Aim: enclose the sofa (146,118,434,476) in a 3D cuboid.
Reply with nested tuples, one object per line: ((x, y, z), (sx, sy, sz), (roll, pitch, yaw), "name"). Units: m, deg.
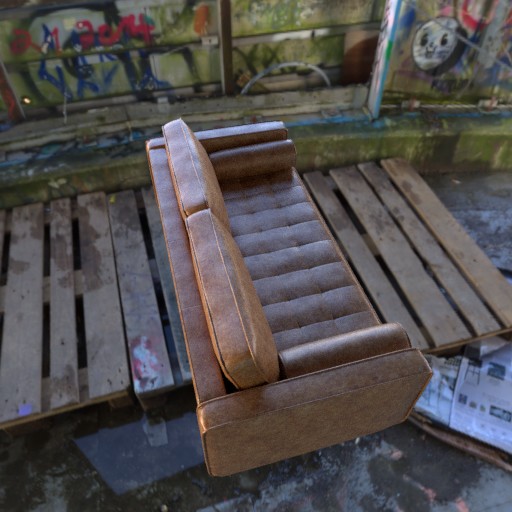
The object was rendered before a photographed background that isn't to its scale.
((0.000, 0.000, 2.365), (0.924, 0.825, 1.920), (-11, 48, -10), "sofa")
